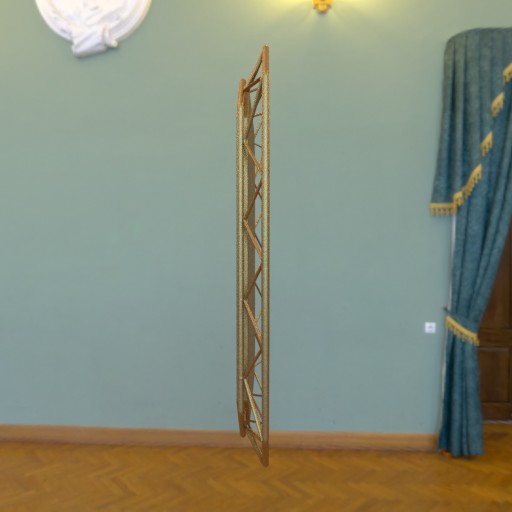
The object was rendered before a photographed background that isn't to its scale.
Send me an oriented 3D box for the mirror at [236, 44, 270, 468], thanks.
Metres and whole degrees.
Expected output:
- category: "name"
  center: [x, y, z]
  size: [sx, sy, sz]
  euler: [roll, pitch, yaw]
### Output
- category: "mirror"
  center: [0.000, 0.000, 0.725]
  size: [0.042, 0.566, 0.417]
  euler: [0, 1, 1]
